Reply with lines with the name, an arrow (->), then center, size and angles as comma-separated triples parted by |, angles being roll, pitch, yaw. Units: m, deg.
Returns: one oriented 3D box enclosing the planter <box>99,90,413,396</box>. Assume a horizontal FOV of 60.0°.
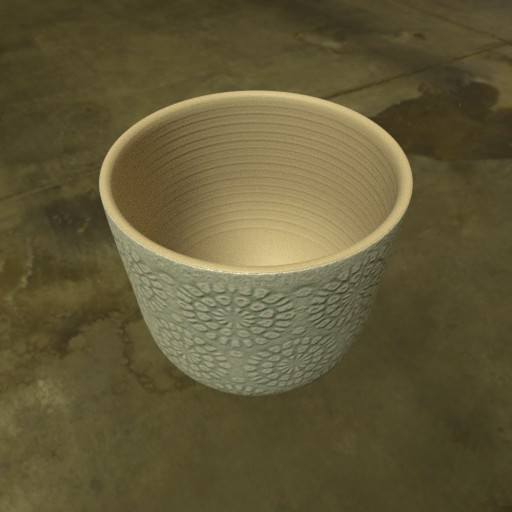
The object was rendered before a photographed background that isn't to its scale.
planter -> 0.000, 0.000, 0.300 | 0.169, 0.153, 0.169 | 0, 46, 0
